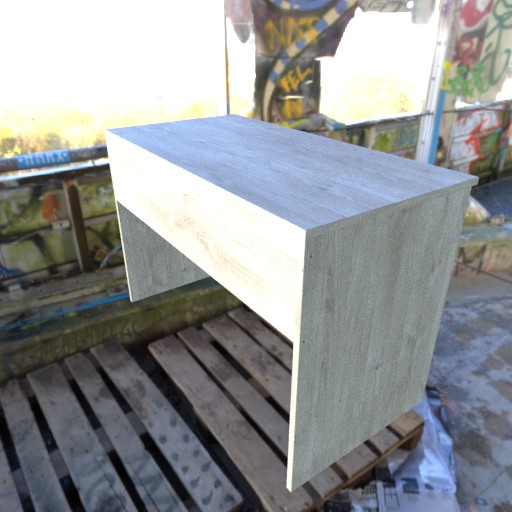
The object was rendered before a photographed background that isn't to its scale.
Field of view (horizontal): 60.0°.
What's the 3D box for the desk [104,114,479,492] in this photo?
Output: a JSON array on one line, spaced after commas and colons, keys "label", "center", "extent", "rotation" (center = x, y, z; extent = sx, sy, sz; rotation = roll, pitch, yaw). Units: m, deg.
[{"label": "desk", "center": [0.000, 0.000, 1.507], "extent": [0.560, 0.730, 1.100], "rotation": [-18, 32, -31]}]
